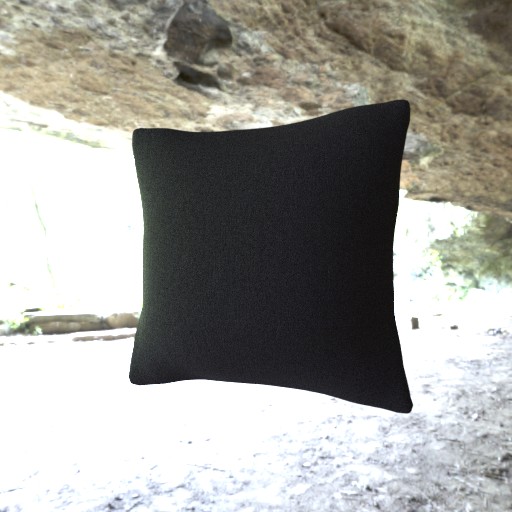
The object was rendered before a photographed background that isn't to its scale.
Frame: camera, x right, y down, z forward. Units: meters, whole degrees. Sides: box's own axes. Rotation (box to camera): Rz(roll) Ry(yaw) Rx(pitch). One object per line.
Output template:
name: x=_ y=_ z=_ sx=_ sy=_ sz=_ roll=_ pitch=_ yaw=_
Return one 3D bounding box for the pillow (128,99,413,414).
pillow: x=0.000 y=0.000 z=0.655 sx=0.437 sy=0.419 sz=0.136 roll=0 pitch=0 yaw=19
